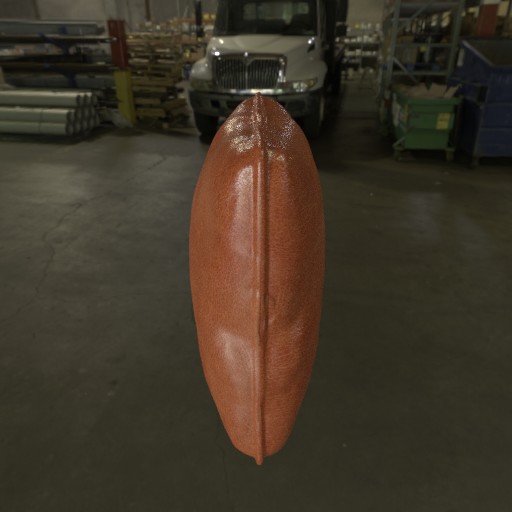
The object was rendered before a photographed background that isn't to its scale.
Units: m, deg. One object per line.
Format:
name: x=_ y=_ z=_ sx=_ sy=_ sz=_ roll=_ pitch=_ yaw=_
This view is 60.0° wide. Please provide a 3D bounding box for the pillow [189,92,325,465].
pillow: x=0.000 y=0.000 z=0.818 sx=0.236 sy=0.523 sz=0.532 roll=0 pitch=27 yaw=0
